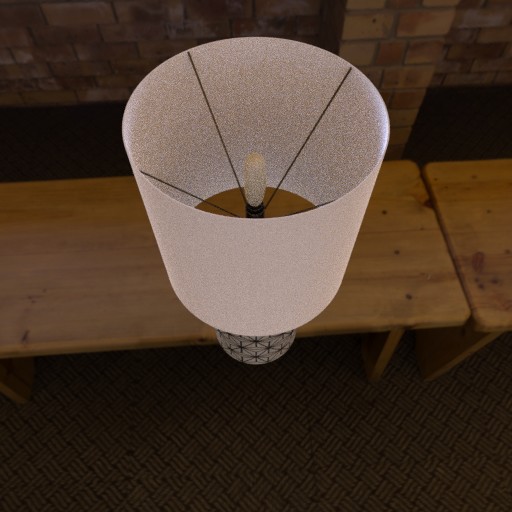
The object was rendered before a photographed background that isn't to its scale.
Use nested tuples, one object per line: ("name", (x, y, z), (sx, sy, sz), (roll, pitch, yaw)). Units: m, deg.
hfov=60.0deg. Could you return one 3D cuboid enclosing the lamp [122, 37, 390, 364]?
("lamp", (0.000, 0.000, 0.522), (0.206, 0.416, 0.206), (-31, 63, -18))
